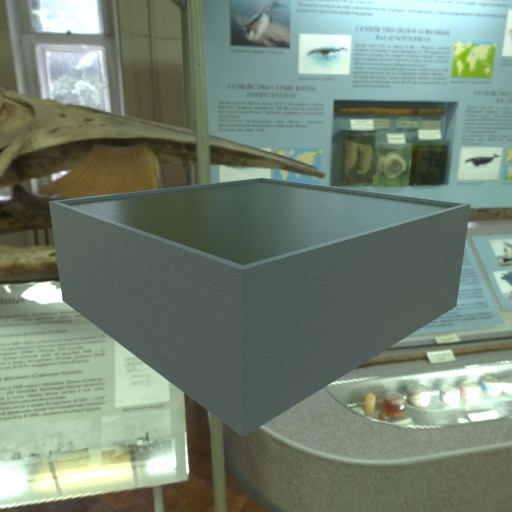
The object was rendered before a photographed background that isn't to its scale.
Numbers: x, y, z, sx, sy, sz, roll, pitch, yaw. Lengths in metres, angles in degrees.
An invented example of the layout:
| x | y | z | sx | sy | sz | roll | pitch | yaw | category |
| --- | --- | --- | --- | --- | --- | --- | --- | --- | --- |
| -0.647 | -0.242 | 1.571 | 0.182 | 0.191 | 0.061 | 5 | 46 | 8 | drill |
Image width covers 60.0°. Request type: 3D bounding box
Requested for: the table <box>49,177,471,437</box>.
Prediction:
| x | y | z | sx | sy | sz | roll | pitch | yaw | category |
| --- | --- | --- | --- | --- | --- | --- | --- | --- | --- |
| 0.000 | 0.000 | 1.232 | 0.801 | 0.299 | 0.801 | -15 | 22 | -41 | table |
